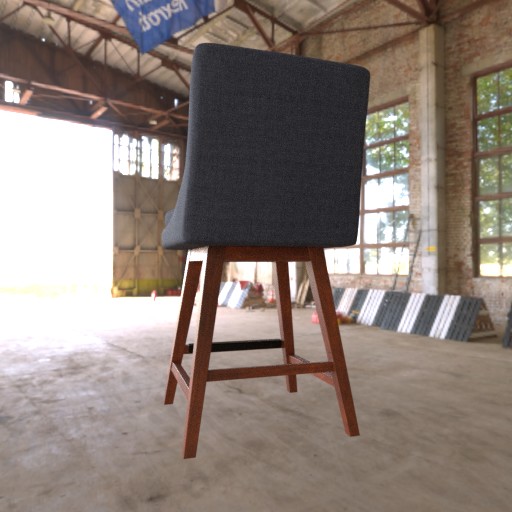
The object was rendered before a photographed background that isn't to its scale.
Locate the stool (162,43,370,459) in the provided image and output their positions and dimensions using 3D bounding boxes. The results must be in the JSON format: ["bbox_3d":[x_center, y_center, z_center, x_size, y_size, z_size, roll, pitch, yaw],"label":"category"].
[{"bbox_3d":[0.000,0.000,1.209,0.467,0.895,0.524,0,-1,-18],"label":"stool"}]
